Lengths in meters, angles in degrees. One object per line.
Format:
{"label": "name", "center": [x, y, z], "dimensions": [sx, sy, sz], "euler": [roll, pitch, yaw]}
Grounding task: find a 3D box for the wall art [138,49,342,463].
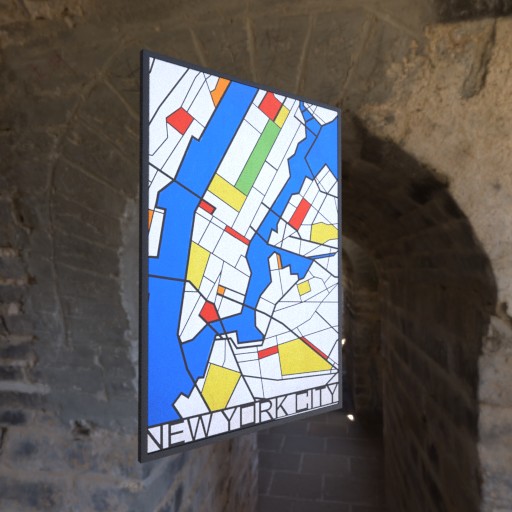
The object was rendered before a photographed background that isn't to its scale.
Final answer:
{"label": "wall art", "center": [0.000, 0.000, 0.846], "dimensions": [0.460, 0.660, 0.013], "euler": [1, -1, -36]}
